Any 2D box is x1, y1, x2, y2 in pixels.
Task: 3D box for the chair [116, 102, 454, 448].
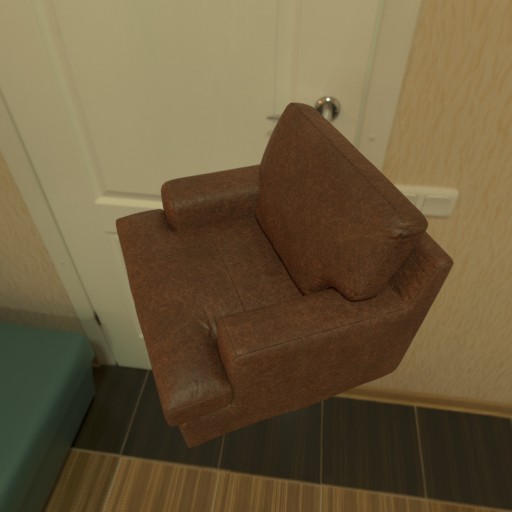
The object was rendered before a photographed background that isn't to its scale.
[{"bbox_3d":[0.000,0.000,2.023,1.143,0.939,1.168,-16,47,-15],"label":"chair"}]
